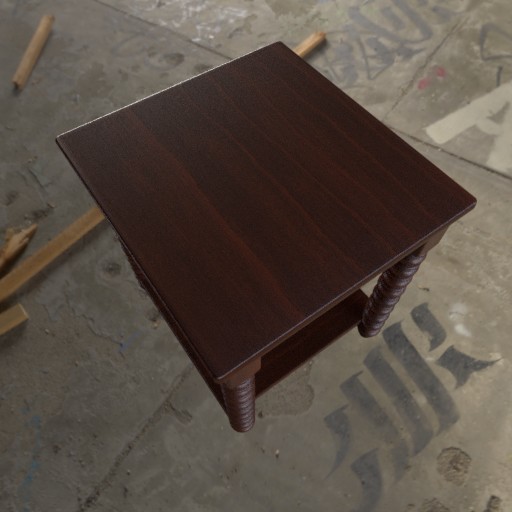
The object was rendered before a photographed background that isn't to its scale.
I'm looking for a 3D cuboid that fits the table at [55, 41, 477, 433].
[{"bbox_3d":[0.000,0.000,0.984,0.500,0.567,0.533,-31,63,-18],"label":"table"}]
